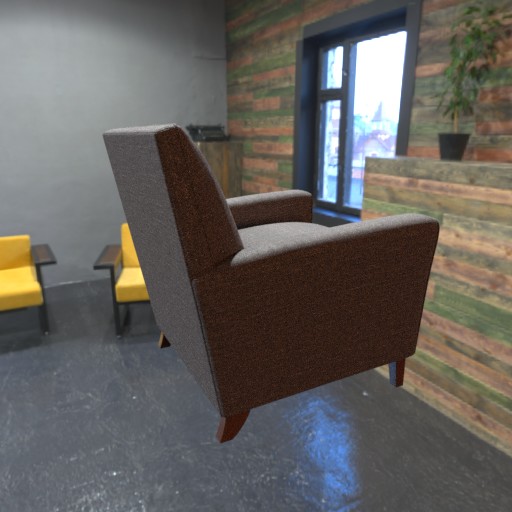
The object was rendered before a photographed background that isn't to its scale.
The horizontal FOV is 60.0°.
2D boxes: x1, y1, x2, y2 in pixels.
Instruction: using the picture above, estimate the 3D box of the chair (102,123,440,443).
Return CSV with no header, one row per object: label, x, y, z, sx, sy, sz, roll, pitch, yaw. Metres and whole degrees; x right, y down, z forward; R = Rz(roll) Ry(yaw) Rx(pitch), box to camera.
chair,0.000,0.000,1.588,0.875,0.885,0.838,-7,17,-26
